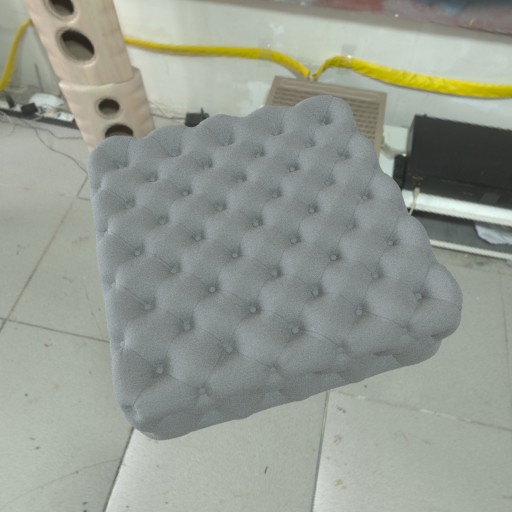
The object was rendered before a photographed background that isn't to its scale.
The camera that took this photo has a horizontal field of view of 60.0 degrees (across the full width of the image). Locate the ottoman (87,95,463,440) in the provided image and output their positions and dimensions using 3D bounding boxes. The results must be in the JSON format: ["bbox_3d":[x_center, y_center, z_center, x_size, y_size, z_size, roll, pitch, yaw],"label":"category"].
[{"bbox_3d":[0.000,0.000,1.408,0.911,0.439,0.917,-14,59,-9],"label":"ottoman"}]
